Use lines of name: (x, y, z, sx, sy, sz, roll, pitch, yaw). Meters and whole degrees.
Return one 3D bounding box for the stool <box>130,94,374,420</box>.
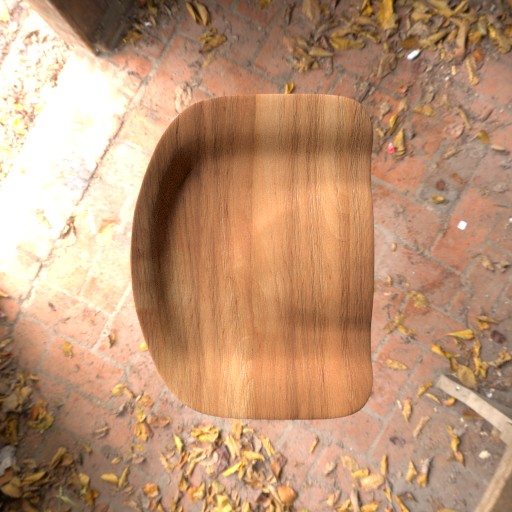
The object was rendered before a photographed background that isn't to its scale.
stool: (0.000, 0.000, 0.849, 0.361, 0.615, 0.440, 0, 90, 1)
